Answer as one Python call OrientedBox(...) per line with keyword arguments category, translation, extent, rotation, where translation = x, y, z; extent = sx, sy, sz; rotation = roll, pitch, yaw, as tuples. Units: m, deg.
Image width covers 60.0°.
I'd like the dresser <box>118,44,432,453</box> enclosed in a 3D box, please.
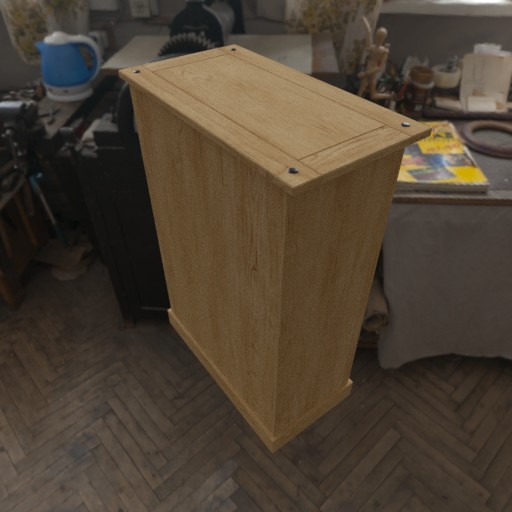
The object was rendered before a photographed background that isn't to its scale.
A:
OrientedBox(category="dresser", translation=(0.000, 0.000, 1.765), extent=(0.485, 1.300, 0.915), rotation=(-26, 48, -27))
